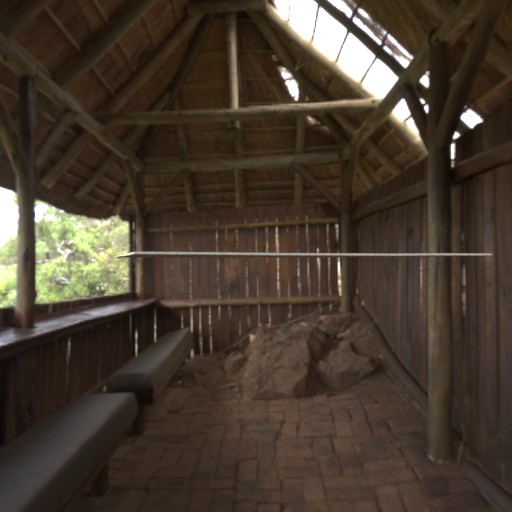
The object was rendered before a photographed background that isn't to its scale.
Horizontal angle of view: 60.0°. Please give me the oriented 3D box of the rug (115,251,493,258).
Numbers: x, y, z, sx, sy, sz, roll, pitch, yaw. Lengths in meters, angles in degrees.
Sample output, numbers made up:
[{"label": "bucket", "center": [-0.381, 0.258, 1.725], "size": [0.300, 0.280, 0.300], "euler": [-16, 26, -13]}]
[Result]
[{"label": "rug", "center": [0.000, 0.000, 4.108], "size": [2.410, 0.021, 3.055], "euler": [0, 0, -19]}]
